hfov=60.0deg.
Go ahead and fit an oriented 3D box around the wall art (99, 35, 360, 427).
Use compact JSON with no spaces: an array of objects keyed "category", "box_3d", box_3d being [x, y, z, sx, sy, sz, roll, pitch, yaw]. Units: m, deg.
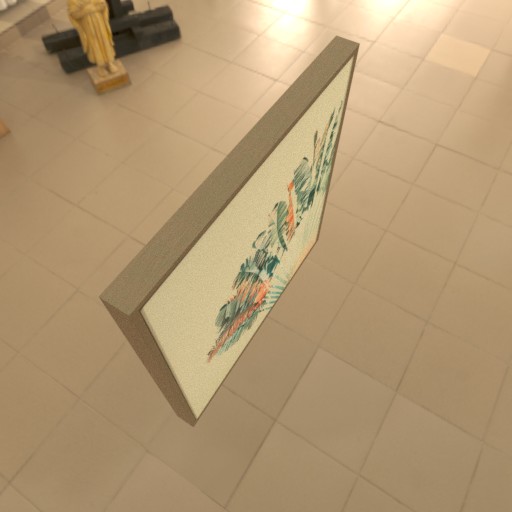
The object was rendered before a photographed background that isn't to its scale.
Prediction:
[{"category":"wall art","box_3d":[0.000,0.000,0.749,0.038,0.506,0.508,28,62,16]}]
